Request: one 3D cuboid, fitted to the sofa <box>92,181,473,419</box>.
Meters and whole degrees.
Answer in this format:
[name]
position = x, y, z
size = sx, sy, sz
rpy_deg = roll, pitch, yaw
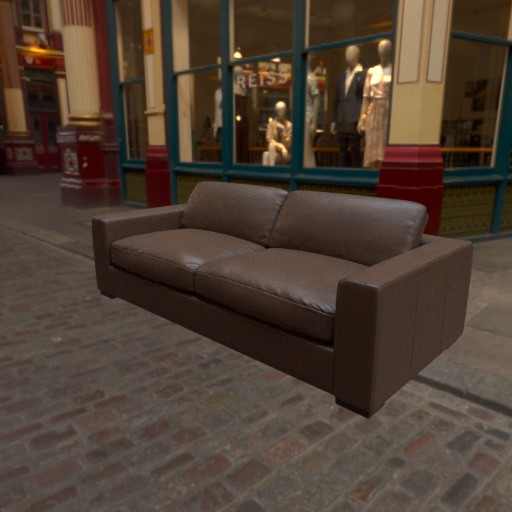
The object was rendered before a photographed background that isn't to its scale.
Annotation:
[sofa]
position = 0.000, 0.000, 2.801
size = 2.262, 0.801, 1.070
rpy_deg = 14, 20, 41
